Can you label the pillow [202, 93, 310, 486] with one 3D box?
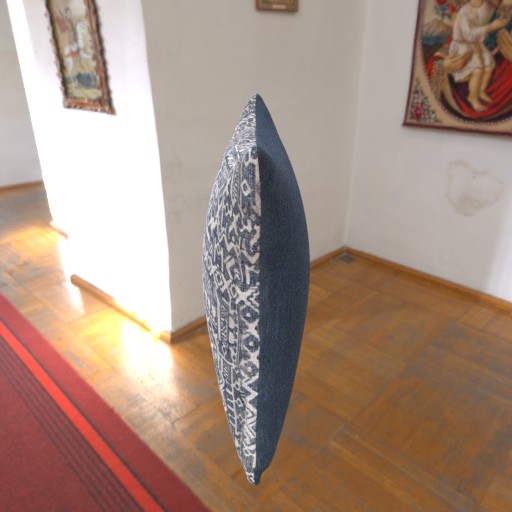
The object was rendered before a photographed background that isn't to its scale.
[{"bbox_3d":[0.000,0.000,0.773,0.180,0.487,0.546,0,26,0],"label":"pillow"}]
